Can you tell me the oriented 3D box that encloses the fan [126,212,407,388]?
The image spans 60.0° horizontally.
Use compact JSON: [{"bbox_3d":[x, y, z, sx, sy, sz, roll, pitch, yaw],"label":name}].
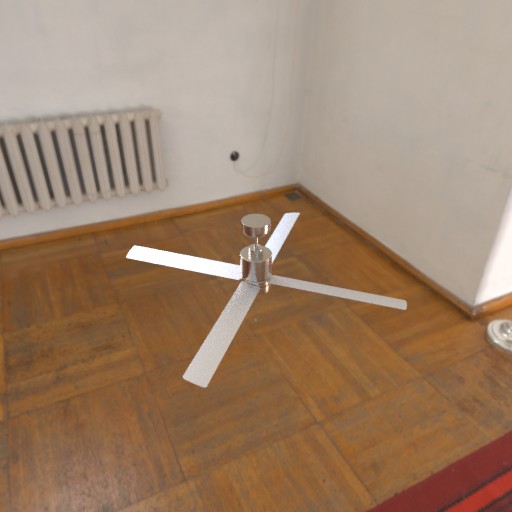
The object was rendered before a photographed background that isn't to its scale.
[{"bbox_3d":[0.000,0.000,1.960,1.322,0.355,1.322,10,34,16],"label":"fan"}]
